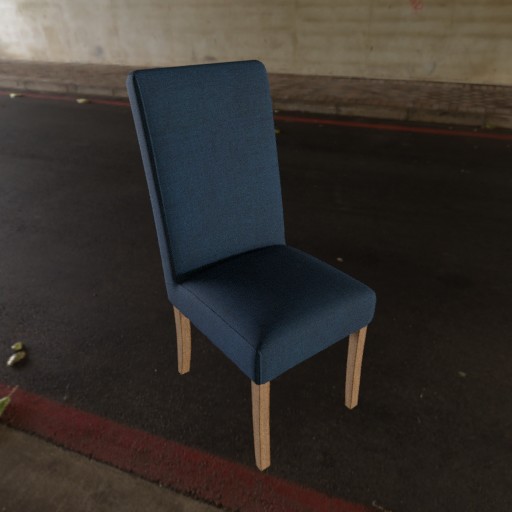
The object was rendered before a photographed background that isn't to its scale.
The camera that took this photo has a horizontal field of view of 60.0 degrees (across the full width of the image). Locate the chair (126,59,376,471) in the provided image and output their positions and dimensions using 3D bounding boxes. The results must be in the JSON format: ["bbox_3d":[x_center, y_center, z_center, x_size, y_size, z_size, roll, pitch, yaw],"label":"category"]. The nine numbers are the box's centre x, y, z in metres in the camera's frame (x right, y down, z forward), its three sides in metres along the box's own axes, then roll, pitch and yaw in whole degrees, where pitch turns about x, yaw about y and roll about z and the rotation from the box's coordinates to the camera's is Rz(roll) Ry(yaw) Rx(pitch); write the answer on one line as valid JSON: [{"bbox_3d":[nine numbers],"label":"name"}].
[{"bbox_3d":[0.000,0.000,1.350,0.450,1.029,0.610,-21,36,-31],"label":"chair"}]
